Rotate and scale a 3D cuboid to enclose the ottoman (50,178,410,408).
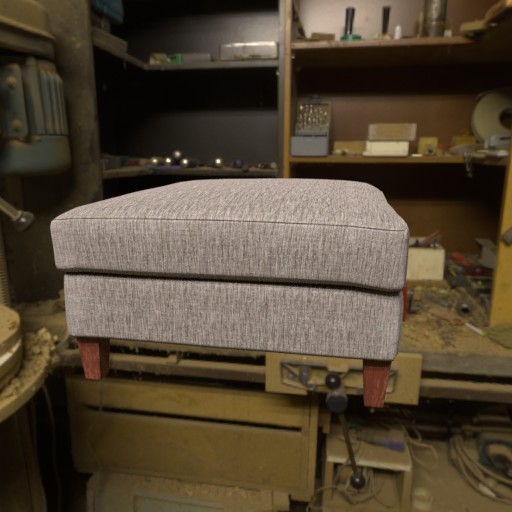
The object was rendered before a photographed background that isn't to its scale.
[{"bbox_3d":[0.000,0.000,1.478,0.839,0.492,0.994,2,14,10],"label":"ottoman"}]
